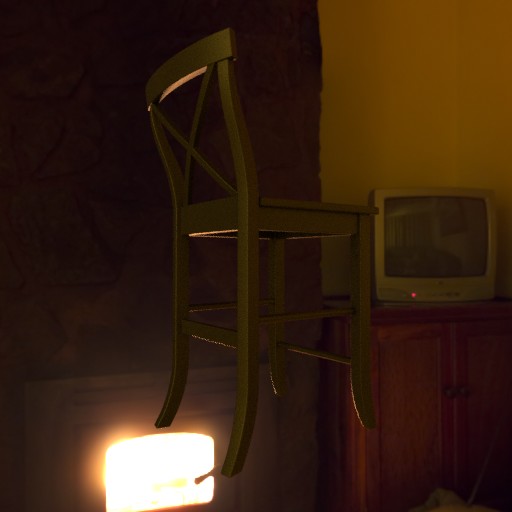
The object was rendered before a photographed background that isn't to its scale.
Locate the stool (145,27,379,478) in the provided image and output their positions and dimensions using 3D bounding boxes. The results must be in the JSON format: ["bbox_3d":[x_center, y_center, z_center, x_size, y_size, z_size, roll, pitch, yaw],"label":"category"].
[{"bbox_3d":[0.000,0.000,1.276,0.559,0.989,0.452,0,-1,-37],"label":"stool"}]
